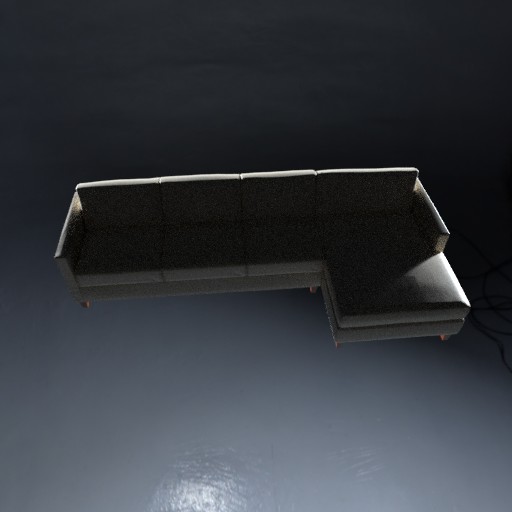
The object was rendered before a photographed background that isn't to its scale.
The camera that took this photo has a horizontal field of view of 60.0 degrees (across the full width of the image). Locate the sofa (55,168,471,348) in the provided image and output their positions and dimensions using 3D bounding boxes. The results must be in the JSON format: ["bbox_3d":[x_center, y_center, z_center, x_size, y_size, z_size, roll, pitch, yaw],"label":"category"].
[{"bbox_3d":[0.000,0.000,4.121,3.471,0.954,1.603,-3,46,-3],"label":"sofa"}]
